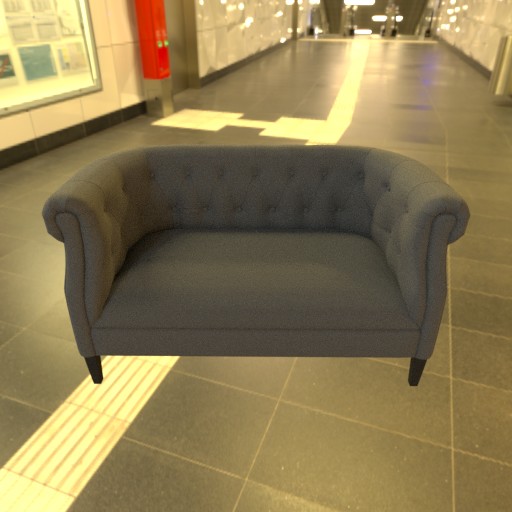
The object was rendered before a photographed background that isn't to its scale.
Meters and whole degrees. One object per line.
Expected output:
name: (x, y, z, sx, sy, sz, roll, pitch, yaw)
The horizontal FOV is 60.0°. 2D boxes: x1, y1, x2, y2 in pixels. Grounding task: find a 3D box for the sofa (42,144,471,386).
sofa: (0.000, 0.000, 2.001, 1.558, 0.827, 0.835, 0, 30, 0)
